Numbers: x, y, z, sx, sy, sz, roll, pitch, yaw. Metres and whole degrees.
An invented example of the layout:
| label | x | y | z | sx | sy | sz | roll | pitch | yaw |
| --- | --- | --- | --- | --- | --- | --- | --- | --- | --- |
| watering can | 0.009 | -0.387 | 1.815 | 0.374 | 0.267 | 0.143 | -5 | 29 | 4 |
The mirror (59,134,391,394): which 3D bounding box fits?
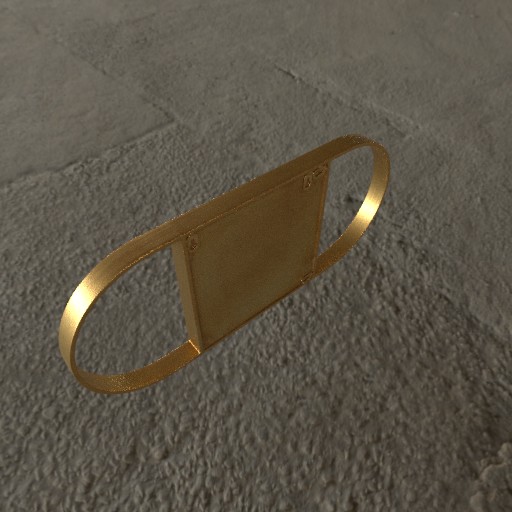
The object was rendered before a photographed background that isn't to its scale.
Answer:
| label | x | y | z | sx | sy | sz | roll | pitch | yaw |
| --- | --- | --- | --- | --- | --- | --- | --- | --- | --- |
| mirror | 0.000 | 0.000 | 0.661 | 0.584 | 0.254 | 0.032 | -31 | 53 | -27 |
